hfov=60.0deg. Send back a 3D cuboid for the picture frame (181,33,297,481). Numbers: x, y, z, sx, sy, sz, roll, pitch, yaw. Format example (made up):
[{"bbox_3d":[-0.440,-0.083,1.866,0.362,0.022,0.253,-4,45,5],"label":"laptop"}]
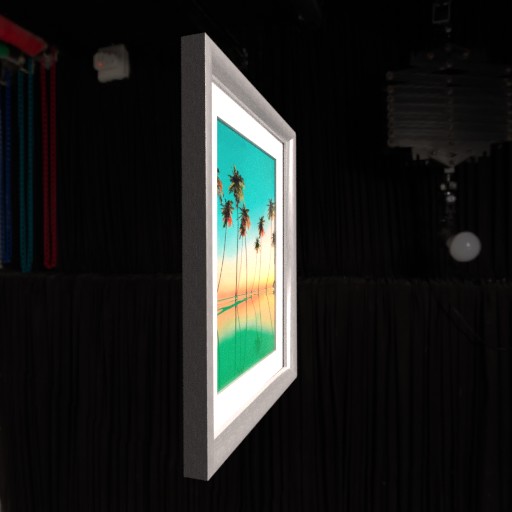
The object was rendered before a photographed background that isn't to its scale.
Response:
[{"bbox_3d":[0.000,0.000,0.533,0.027,0.378,0.327,0,1,18],"label":"picture frame"}]
